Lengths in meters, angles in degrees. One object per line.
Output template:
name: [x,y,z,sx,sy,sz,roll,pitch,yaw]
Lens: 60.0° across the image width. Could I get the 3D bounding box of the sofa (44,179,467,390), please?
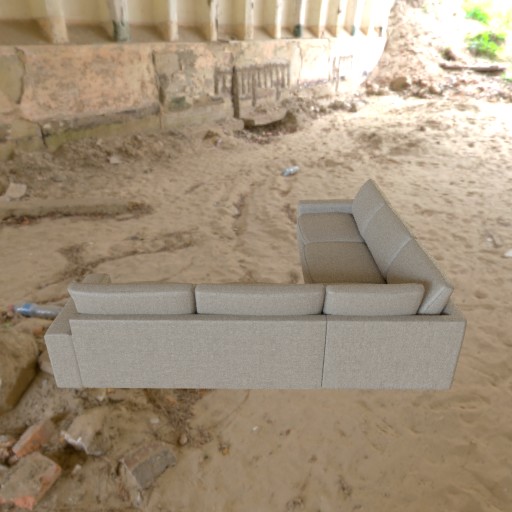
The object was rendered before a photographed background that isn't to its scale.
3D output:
sofa: [0.000,0.000,4.071,2.742,0.800,2.622,0,27,1]
